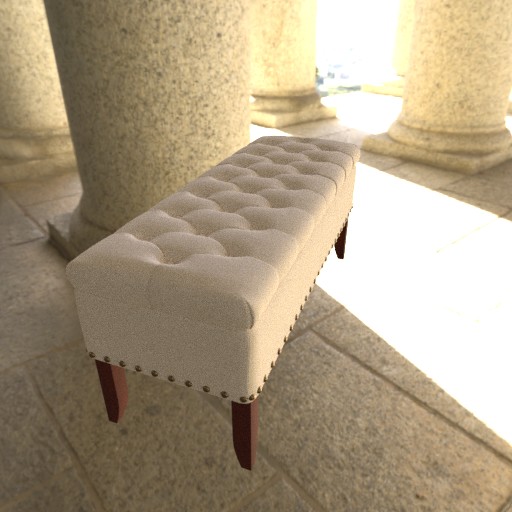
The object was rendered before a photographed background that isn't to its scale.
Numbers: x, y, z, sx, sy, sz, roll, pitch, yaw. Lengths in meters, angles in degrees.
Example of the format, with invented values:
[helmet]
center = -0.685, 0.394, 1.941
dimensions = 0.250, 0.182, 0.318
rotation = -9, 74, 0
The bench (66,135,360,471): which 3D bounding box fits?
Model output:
[bench]
center = 0.000, 0.000, 1.304
dimensions = 0.400, 0.470, 1.054
rotation = 11, 31, 18
